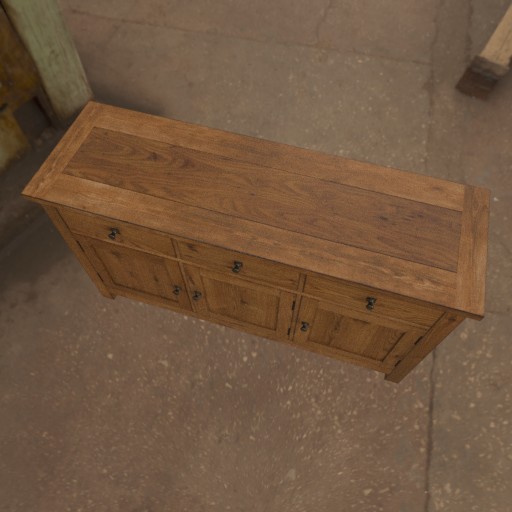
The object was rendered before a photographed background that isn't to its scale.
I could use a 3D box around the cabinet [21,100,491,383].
[{"bbox_3d":[0.000,0.000,1.805,1.474,0.813,0.480,15,60,9],"label":"cabinet"}]
